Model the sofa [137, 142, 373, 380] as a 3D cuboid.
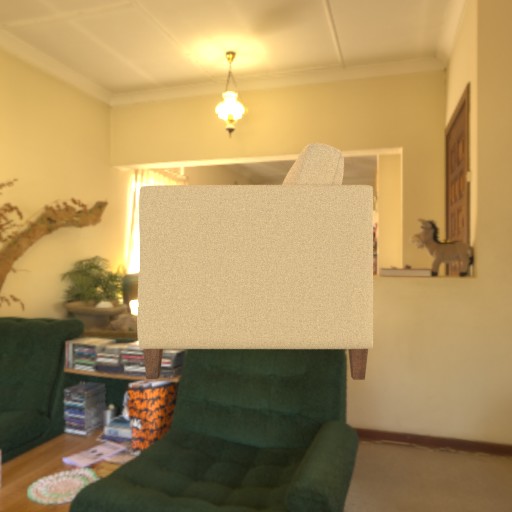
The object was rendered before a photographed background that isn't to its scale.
[{"bbox_3d":[0.000,0.000,2.880,0.951,0.968,2.361,0,0,0],"label":"sofa"}]
